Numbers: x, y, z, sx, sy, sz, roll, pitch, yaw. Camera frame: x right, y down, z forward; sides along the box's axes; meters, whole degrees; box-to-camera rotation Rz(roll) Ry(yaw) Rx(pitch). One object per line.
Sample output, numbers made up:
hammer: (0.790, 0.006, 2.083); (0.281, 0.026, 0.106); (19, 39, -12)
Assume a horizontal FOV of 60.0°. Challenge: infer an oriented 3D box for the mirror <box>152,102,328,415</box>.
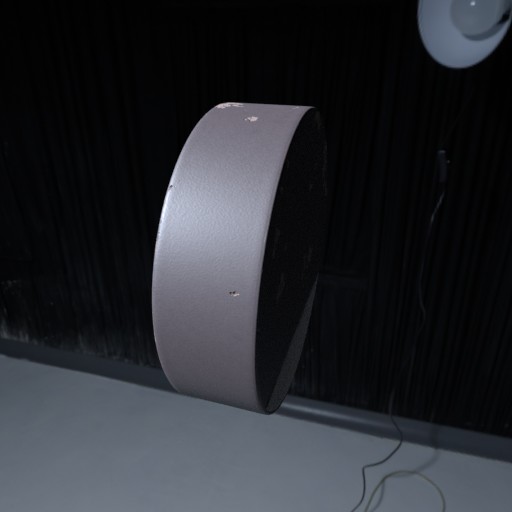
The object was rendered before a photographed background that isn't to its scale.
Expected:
mirror: (0.000, 0.000, 0.595); (0.126, 0.386, 0.386); (8, 29, 15)
